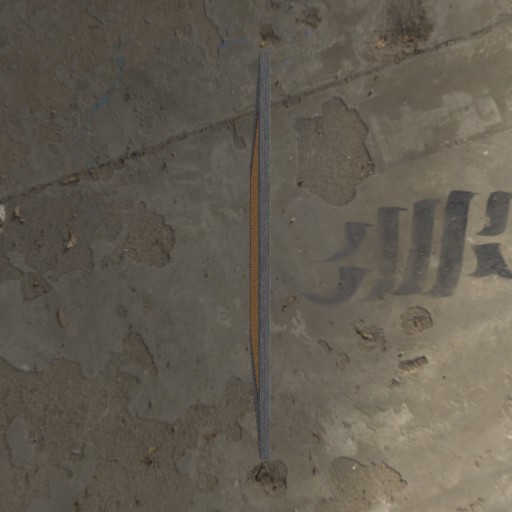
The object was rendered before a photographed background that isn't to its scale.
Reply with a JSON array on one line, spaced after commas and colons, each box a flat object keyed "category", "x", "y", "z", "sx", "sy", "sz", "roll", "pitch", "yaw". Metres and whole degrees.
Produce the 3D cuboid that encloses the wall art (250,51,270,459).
[{"category": "wall art", "x": 0.000, "y": 0.000, "z": 1.370, "sx": 0.020, "sy": 1.070, "sz": 0.768, "roll": 0, "pitch": 90, "yaw": -2}]
